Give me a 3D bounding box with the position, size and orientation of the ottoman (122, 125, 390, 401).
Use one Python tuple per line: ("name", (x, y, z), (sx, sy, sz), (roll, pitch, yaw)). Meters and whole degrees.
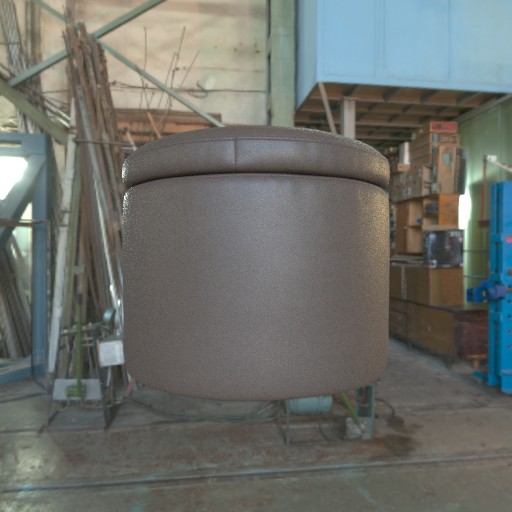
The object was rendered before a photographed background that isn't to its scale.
("ottoman", (0.000, 0.000, 0.865), (0.500, 0.409, 0.500), (0, 1, 0))
